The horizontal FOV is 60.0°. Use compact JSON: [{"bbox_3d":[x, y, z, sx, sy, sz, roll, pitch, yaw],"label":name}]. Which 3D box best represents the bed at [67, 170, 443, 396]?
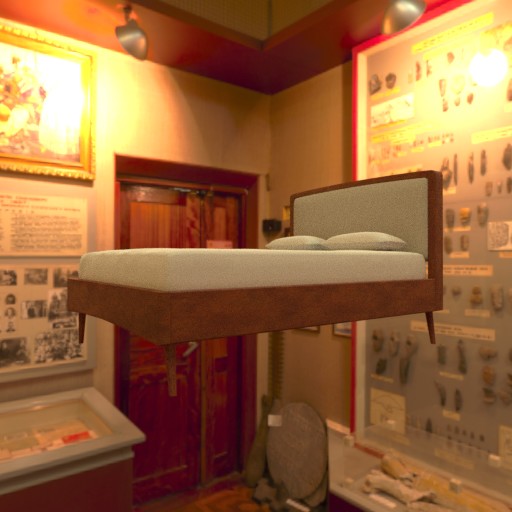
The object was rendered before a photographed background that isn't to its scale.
[{"bbox_3d":[0.000,0.000,3.194,2.196,1.275,1.587,0,0,-36],"label":"bed"}]
